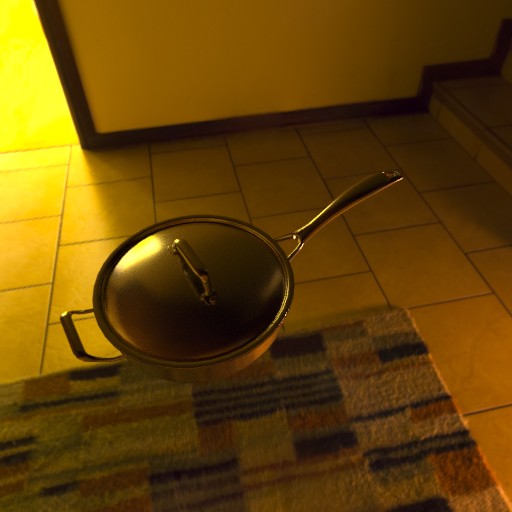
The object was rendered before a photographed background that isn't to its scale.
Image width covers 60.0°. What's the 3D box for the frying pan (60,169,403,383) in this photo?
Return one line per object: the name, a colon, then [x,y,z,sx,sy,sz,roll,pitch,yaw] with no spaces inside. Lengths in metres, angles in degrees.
frying pan: [0.000,0.000,0.665,0.561,0.114,0.280,-24,51,-22]
